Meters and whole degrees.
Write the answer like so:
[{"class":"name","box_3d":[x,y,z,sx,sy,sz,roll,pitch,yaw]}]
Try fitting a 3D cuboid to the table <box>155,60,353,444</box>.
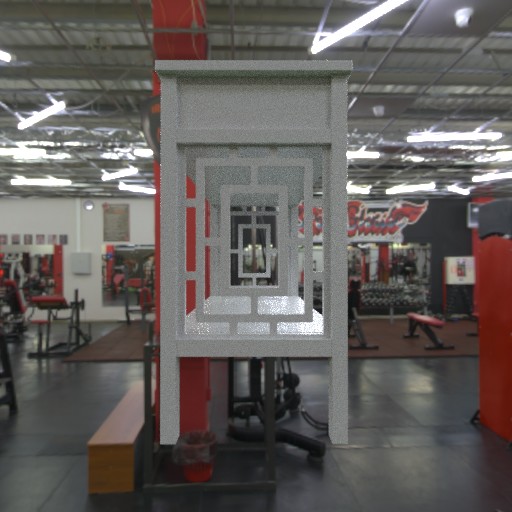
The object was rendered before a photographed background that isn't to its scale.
[{"class":"table","box_3d":[0.000,0.000,1.394,0.397,0.753,1.068,0,-1,0]}]
